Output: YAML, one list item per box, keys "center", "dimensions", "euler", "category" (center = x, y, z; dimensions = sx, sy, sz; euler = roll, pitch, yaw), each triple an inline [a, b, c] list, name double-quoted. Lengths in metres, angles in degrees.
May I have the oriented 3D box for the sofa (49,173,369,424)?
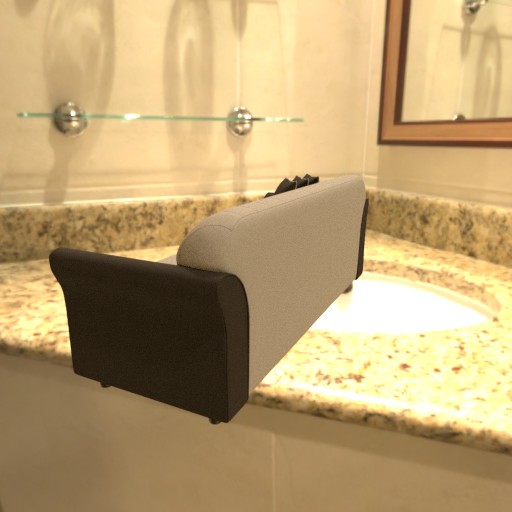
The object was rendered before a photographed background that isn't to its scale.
- center: [0.000, 0.000, 2.421]
  dimensions: [0.755, 0.787, 2.001]
  euler: [8, 17, 26]
  category: "sofa"
